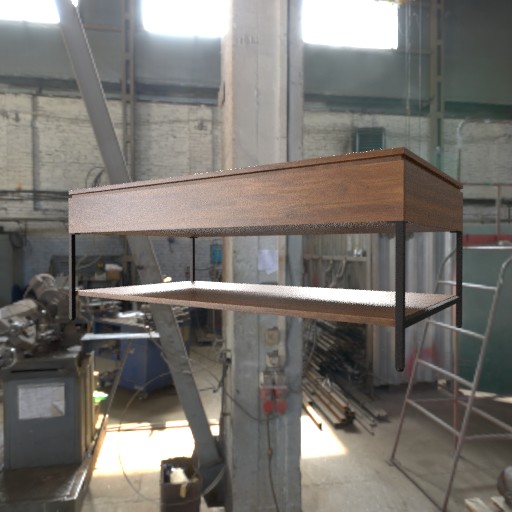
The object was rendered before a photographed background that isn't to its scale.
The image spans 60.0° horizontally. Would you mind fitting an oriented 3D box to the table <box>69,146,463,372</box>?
[{"bbox_3d":[0.000,0.000,1.348,1.057,0.414,0.574,1,1,35],"label":"table"}]
